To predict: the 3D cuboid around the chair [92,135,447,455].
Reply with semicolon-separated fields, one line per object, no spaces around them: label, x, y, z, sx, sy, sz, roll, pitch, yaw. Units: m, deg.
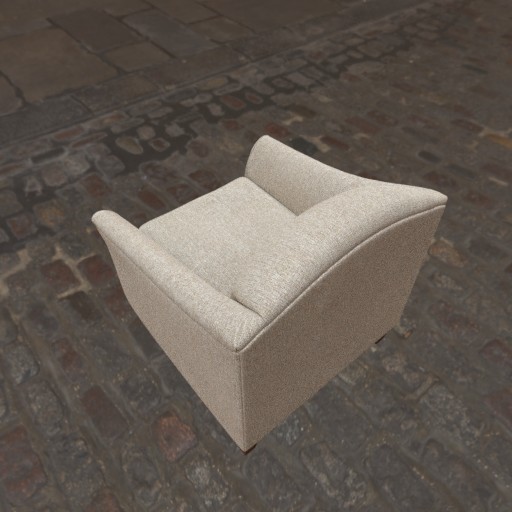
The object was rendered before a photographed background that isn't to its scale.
chair;0.000;0.000;1.481;0.763;0.839;0.787;-31;54;-26
